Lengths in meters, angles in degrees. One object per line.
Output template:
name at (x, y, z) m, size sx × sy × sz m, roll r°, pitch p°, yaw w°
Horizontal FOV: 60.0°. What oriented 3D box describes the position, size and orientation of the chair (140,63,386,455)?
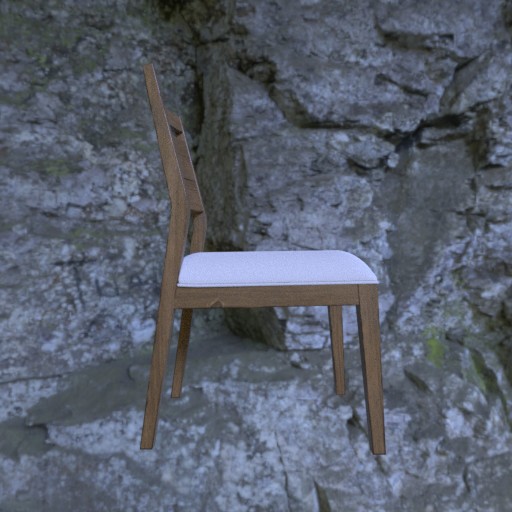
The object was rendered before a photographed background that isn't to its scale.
chair at (0.000, 0.000, 1.291) m, size 0.610 × 0.939 × 0.497 m, roll 0°, pitch 0°, yaw 0°
